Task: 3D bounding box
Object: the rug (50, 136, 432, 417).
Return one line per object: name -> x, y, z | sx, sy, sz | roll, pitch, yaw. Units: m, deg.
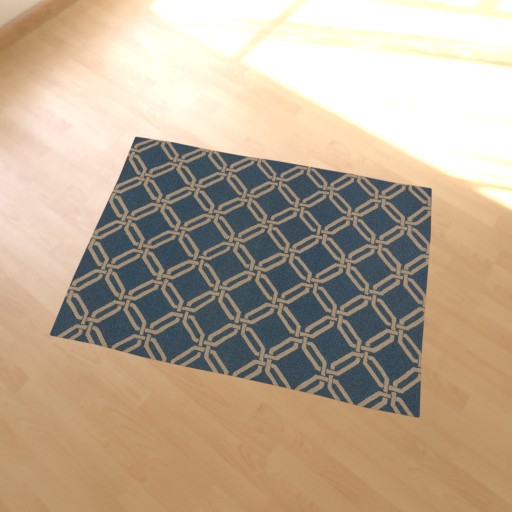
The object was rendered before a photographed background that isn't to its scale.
rug -> 0.000, 0.000, 2.786 | 2.135, 0.013, 1.524 | 11, 65, 5
